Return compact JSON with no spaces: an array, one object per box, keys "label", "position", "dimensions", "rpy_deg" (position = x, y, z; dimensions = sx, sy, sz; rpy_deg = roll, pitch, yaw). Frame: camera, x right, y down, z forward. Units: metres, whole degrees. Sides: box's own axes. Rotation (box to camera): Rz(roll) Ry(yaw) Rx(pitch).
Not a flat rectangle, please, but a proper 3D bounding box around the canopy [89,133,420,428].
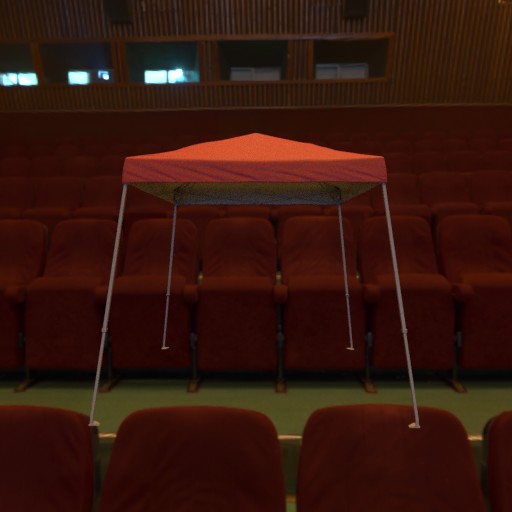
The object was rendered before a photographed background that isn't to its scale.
[{"label":"canopy","position":[0.000,0.000,6.551],"dimensions":[3.600,3.600,3.599],"rpy_deg":[0,2,1]}]
